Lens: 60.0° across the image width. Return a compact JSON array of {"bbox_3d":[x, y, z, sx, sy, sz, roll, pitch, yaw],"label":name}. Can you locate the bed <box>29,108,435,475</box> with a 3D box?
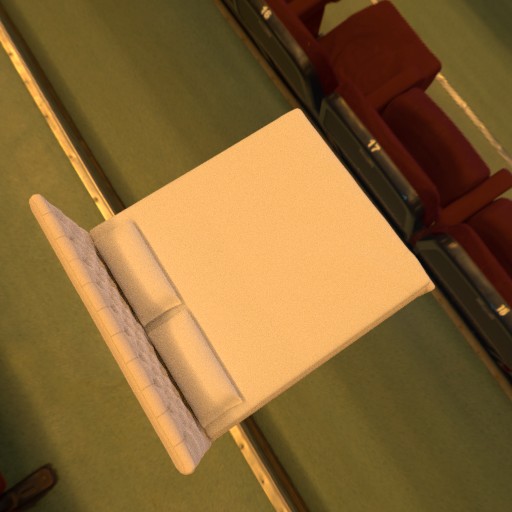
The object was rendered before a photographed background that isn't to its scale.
[{"bbox_3d":[0.000,0.000,3.605,2.387,1.427,2.078,-32,78,-8],"label":"bed"}]
